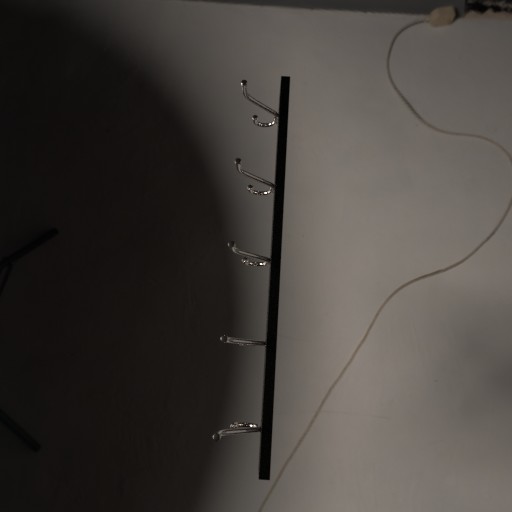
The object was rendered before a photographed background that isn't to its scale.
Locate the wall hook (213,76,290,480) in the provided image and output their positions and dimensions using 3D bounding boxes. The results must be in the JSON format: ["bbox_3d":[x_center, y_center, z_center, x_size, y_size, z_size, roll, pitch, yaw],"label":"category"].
[{"bbox_3d":[0.000,0.000,0.619,0.071,0.117,0.571,3,77,1],"label":"wall hook"}]
